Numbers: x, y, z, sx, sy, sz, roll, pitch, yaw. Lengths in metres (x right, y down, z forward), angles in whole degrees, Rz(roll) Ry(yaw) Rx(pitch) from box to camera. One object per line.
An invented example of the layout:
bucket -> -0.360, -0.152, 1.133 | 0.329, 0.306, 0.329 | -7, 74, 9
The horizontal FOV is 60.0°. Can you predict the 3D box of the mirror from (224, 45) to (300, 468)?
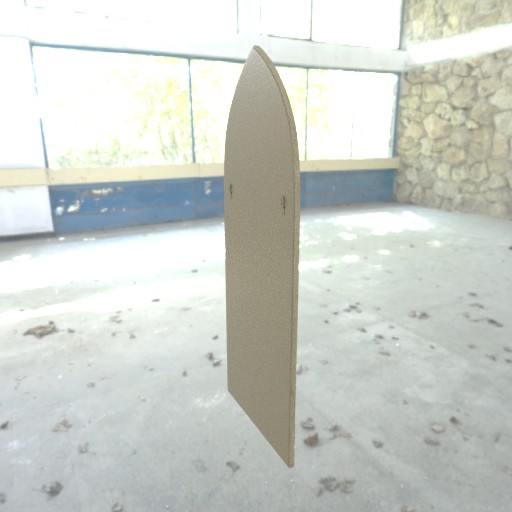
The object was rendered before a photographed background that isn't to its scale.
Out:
mirror -> 0.000, 0.000, 1.347 | 0.025, 1.175, 0.464 | -7, 17, -25
